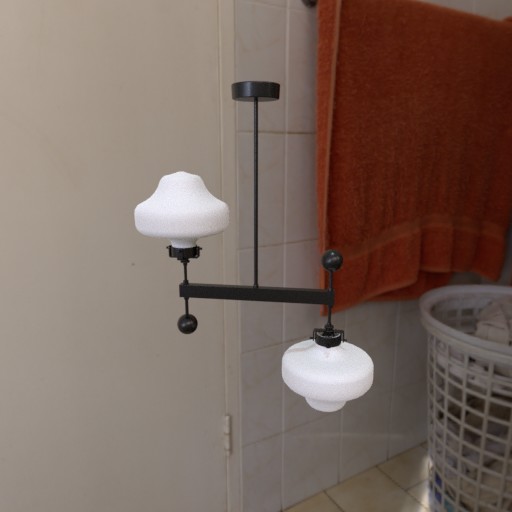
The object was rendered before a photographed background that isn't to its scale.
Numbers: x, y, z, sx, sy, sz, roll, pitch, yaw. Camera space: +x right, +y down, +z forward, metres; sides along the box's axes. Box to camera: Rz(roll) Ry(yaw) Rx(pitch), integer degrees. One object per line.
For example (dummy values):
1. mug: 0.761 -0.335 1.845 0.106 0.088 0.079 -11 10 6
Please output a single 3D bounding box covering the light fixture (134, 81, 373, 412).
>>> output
1. light fixture: 0.000 0.000 1.020 0.489 0.743 0.422 -7 15 -27
